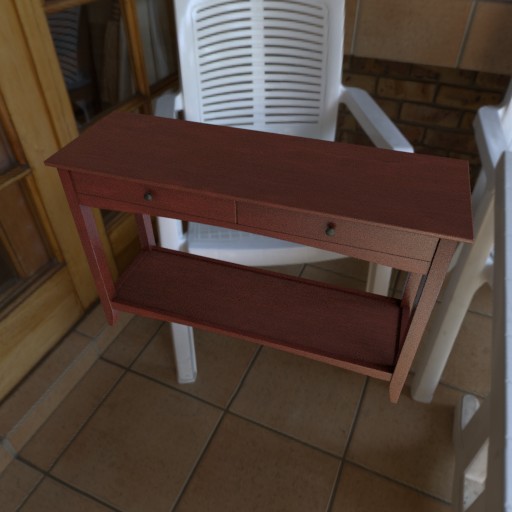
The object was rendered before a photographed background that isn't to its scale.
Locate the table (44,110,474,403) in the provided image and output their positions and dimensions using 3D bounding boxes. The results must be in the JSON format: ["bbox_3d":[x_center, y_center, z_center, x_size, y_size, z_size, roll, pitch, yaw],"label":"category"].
[{"bbox_3d":[0.000,0.000,1.543,1.188,0.739,0.392,12,42,13],"label":"table"}]
